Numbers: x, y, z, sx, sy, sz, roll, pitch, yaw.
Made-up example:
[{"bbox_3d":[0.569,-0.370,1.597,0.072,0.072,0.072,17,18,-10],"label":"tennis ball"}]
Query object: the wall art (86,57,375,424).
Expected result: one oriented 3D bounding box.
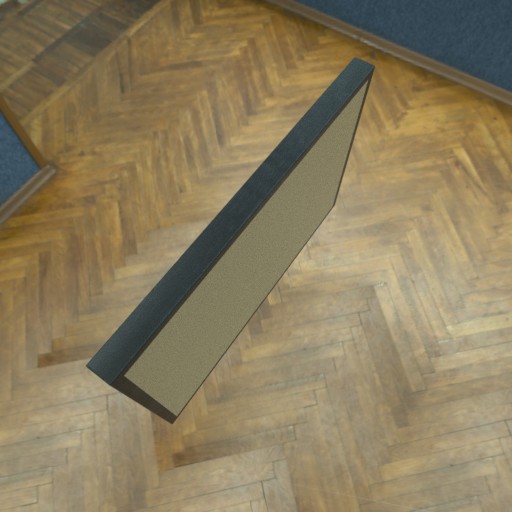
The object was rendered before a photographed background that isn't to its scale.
[{"bbox_3d":[0.000,0.000,0.783,0.038,0.409,0.610,32,68,15],"label":"wall art"}]
